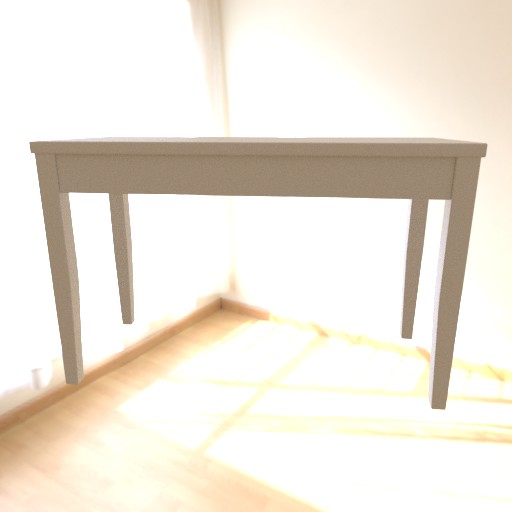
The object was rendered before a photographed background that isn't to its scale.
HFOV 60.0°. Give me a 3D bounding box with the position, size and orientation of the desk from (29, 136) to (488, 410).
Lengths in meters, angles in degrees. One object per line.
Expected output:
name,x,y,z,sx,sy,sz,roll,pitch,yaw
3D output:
desk,0.000,0.000,1.519,1.220,0.775,0.508,2,17,6
